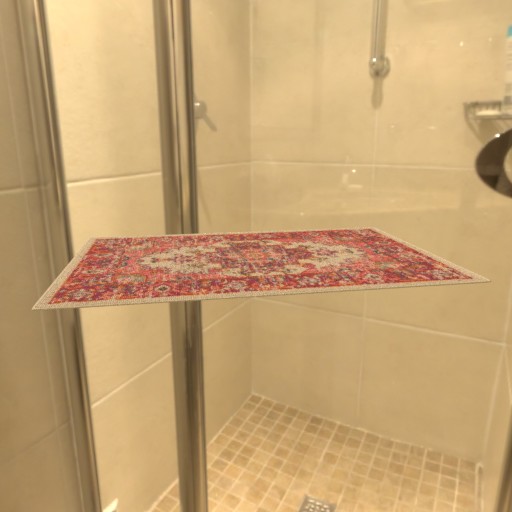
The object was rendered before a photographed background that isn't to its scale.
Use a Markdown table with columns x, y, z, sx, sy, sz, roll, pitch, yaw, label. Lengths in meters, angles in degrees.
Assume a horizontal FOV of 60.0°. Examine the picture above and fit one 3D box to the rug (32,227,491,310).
| x | y | z | sx | sy | sz | roll | pitch | yaw | label |
| --- | --- | --- | --- | --- | --- | --- | --- | --- | --- |
| 0.000 | 0.000 | 1.081 | 0.868 | 0.004 | 0.556 | -3 | 15 | -10 | rug |
